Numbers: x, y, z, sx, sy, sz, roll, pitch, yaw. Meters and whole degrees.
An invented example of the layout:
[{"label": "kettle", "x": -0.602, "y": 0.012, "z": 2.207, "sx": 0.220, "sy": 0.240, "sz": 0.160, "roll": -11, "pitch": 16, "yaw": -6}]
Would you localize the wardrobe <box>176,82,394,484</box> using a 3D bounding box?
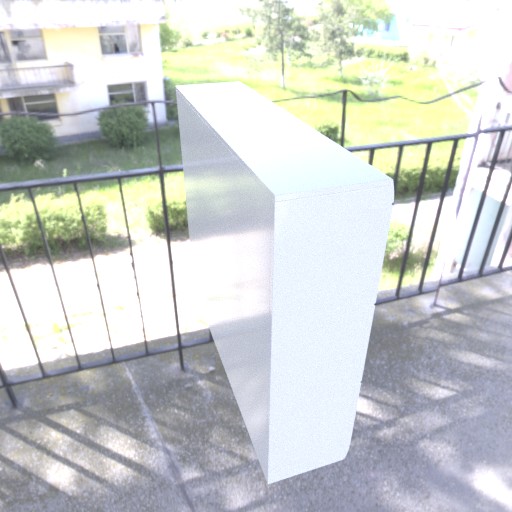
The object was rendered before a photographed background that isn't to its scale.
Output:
[{"label": "wardrobe", "x": 0.000, "y": 0.000, "z": 1.951, "sx": 0.360, "sy": 1.200, "sz": 1.340, "roll": -10, "pitch": 33, "yaw": -16}]
